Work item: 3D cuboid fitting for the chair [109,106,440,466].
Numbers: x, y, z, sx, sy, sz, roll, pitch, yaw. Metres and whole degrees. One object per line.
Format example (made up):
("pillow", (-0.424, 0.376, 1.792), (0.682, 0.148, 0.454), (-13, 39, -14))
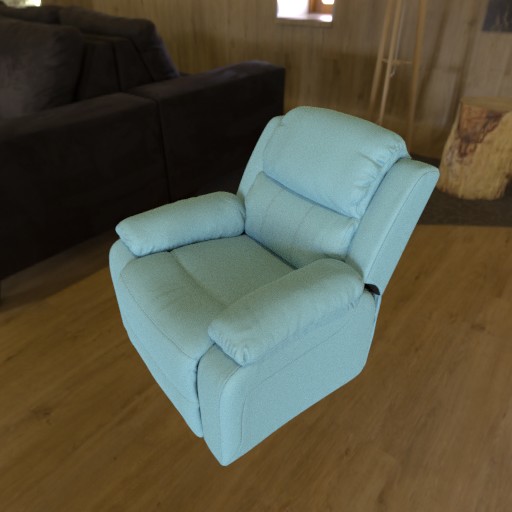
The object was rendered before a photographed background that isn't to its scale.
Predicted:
("chair", (0.000, 0.000, 1.251), (0.709, 0.702, 0.680), (-21, 38, -30))
